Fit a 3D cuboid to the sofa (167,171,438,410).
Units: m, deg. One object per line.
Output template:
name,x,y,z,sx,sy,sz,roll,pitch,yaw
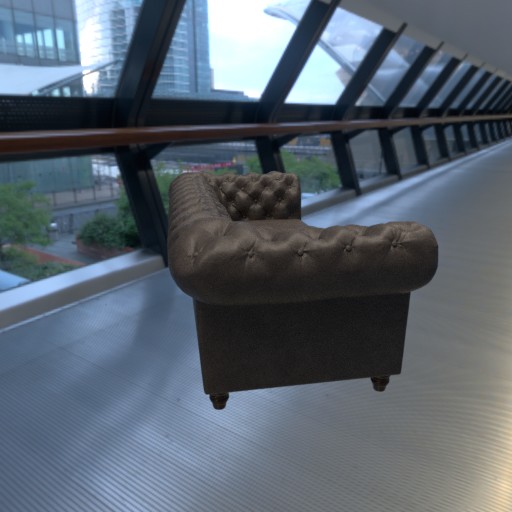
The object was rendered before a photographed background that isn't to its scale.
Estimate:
sofa,0.000,0.000,2.483,0.944,0.779,2.048,-3,17,-10
